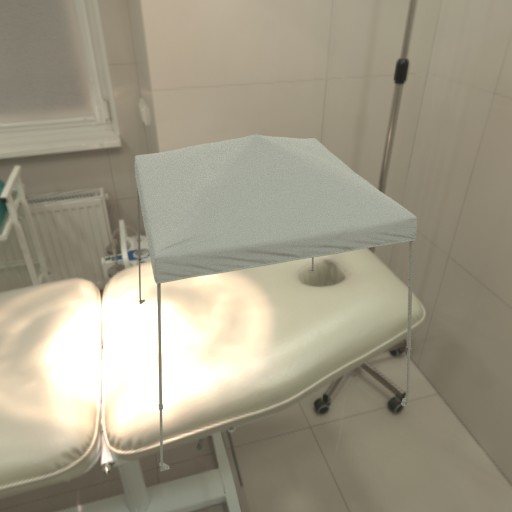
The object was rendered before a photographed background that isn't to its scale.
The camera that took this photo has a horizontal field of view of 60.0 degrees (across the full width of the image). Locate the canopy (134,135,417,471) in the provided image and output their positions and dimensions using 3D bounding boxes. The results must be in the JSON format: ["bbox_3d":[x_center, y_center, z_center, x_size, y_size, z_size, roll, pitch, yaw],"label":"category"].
[{"bbox_3d":[0.000,0.000,5.155,2.849,2.849,2.848,-9,34,-14],"label":"canopy"}]
